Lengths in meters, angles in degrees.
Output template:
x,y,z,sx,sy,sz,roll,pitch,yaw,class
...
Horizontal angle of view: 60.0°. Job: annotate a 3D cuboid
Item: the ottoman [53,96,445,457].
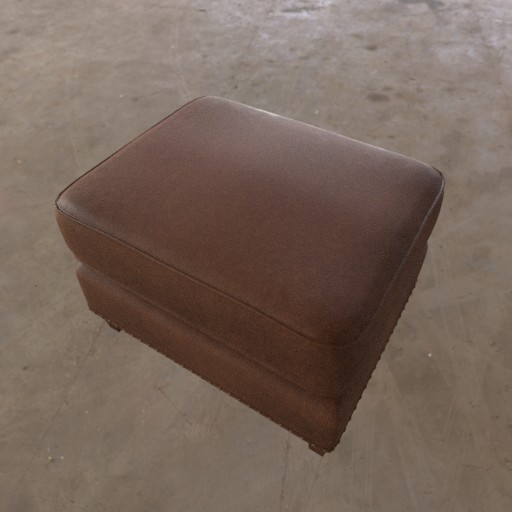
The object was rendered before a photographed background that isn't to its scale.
x,y,z,sx,sy,sz,roll,pitch,yaw,class
0.000,0.000,1.119,0.738,0.537,0.589,25,52,21,ottoman
